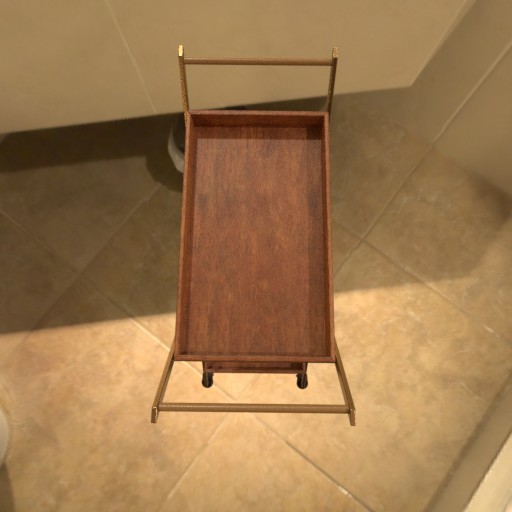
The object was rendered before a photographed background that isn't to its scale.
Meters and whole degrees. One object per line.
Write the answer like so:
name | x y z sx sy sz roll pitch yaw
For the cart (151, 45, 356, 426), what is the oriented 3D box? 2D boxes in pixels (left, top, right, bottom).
cart | 0.000 0.000 1.327 0.405 0.869 0.836 1 77 0
